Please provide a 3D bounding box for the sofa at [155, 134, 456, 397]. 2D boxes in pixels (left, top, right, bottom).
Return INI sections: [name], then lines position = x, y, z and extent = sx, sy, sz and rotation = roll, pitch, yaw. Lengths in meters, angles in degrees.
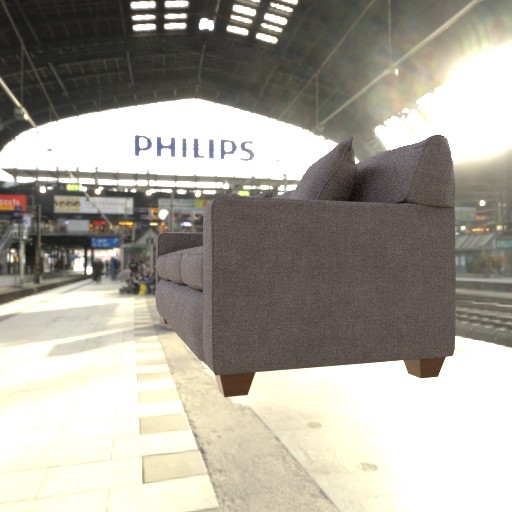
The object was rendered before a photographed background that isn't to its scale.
[sofa]
position = 0.000, 0.000, 2.487
extent = 0.997, 0.958, 2.024
rotation = 0, -1, -18
